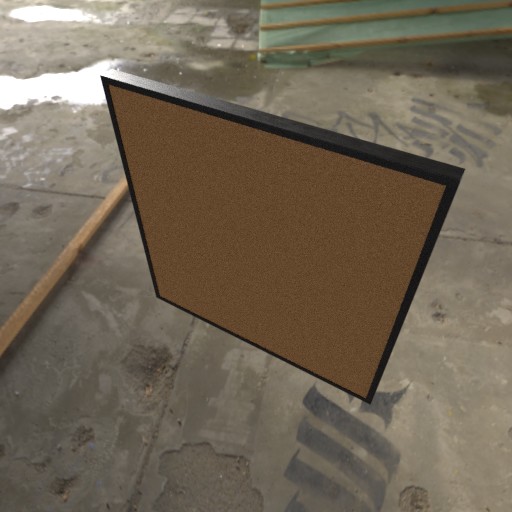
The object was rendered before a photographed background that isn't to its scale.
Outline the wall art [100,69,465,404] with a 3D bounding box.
[{"bbox_3d":[0.000,0.000,1.111,0.763,0.763,0.039,23,50,21],"label":"wall art"}]
